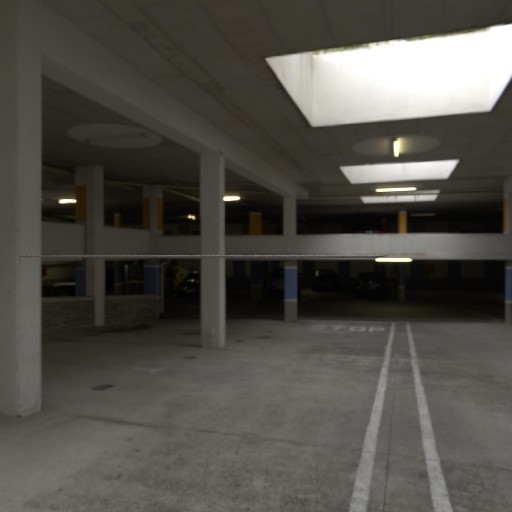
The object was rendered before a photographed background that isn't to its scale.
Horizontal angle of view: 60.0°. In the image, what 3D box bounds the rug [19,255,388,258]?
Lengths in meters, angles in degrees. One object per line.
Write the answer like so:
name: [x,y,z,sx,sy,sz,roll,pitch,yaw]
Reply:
rug: [0.000,0.000,2.871,1.600,0.008,2.235,0,0,18]
